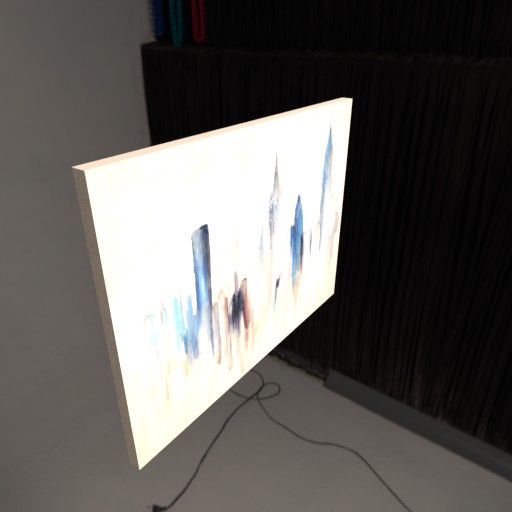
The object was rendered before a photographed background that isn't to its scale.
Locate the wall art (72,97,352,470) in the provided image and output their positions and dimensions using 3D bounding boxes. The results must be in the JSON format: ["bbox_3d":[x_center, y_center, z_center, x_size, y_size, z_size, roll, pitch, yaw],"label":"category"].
[{"bbox_3d":[0.000,0.000,1.294,0.038,0.762,1.016,19,33,32],"label":"wall art"}]
